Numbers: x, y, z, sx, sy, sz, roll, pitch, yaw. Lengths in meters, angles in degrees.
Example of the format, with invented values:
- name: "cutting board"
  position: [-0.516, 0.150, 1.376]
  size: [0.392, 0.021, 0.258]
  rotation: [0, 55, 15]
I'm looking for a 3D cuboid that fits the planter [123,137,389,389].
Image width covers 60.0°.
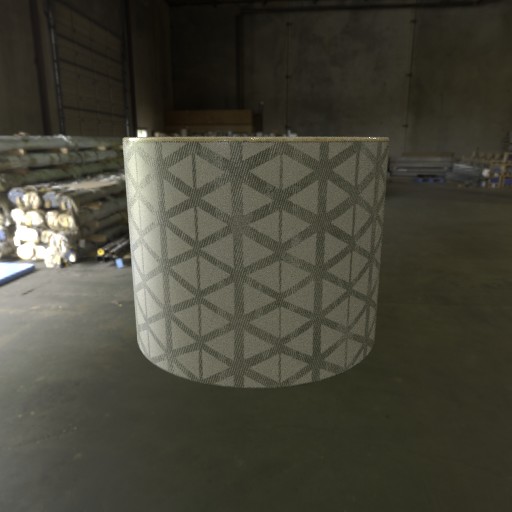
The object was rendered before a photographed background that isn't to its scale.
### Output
- name: "planter"
  position: [0.000, 0.000, 0.351]
  size: [0.190, 0.181, 0.190]
  rotation: [0, 15, 0]
